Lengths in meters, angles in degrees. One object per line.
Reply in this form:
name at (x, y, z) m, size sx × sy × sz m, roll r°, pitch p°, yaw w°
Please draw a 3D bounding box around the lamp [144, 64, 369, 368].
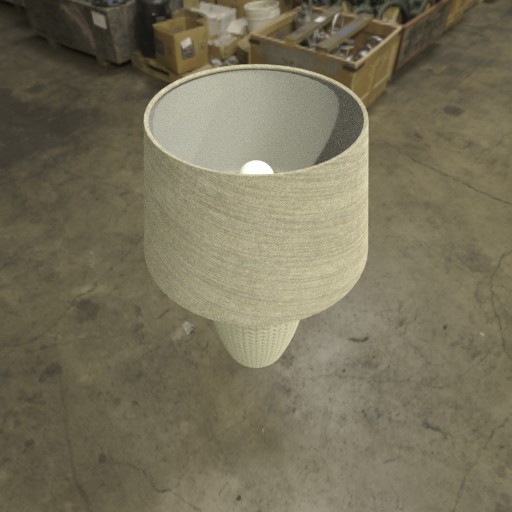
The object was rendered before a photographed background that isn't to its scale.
lamp at (0.000, 0.000, 0.822) m, size 0.390 × 0.580 × 0.390 m, roll 0°, pitch 46°, yaw 0°
